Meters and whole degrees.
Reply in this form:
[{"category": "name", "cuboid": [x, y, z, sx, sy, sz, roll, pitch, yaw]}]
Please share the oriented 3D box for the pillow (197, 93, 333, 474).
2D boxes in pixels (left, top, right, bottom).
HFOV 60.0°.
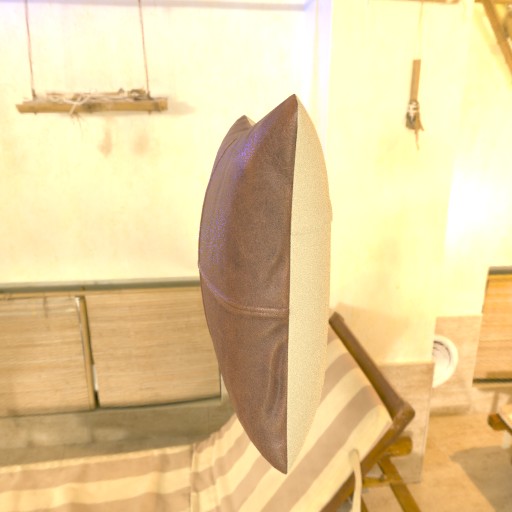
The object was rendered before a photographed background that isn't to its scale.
[{"category": "pillow", "cuboid": [0.000, 0.000, 0.731, 0.192, 0.470, 0.484, -2, 16, -8]}]
